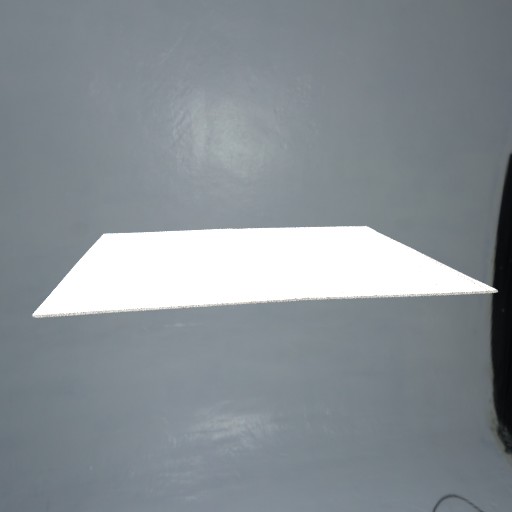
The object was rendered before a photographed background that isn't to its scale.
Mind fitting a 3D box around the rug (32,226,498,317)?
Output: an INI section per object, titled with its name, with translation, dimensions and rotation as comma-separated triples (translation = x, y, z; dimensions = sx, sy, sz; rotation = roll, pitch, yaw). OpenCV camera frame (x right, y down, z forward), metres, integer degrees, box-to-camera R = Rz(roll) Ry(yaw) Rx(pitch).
[rug]
translation = 0.000, 0.000, 4.901
dimensions = 3.778, 0.053, 2.873
rotation = -2, 15, -8
